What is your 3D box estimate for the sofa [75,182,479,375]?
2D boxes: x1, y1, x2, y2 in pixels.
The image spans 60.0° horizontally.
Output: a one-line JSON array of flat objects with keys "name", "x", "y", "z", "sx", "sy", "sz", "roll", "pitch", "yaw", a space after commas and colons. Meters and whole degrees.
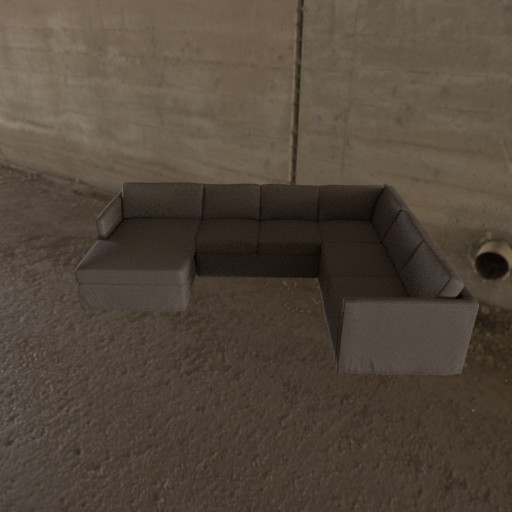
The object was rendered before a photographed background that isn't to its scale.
[{"name": "sofa", "x": 0.000, "y": 0.000, "z": 4.566, "sx": 3.528, "sy": 0.878, "sz": 2.476, "roll": 1, "pitch": 28, "yaw": 2}]
